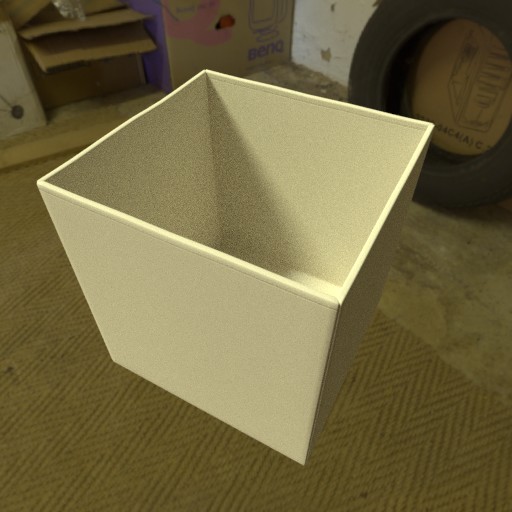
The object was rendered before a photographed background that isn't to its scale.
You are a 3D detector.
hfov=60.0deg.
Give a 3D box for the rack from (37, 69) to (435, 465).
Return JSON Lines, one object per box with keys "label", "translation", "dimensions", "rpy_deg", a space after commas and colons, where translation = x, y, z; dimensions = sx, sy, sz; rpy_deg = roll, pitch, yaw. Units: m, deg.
{"label": "rack", "translation": [0.000, 0.000, 0.497], "dimensions": [0.270, 0.280, 0.270], "rpy_deg": [21, 49, 20]}
